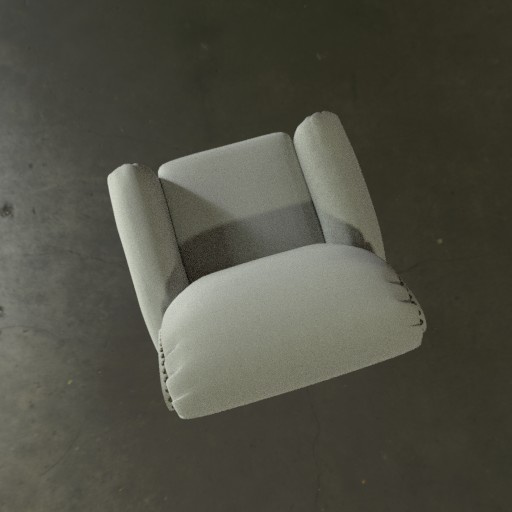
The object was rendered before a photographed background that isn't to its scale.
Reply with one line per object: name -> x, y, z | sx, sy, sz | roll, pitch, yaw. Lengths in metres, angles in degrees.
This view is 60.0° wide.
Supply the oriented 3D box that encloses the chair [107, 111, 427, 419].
chair -> 0.000, 0.000, 1.584 | 0.854, 0.927, 0.890 | -16, 77, -4
